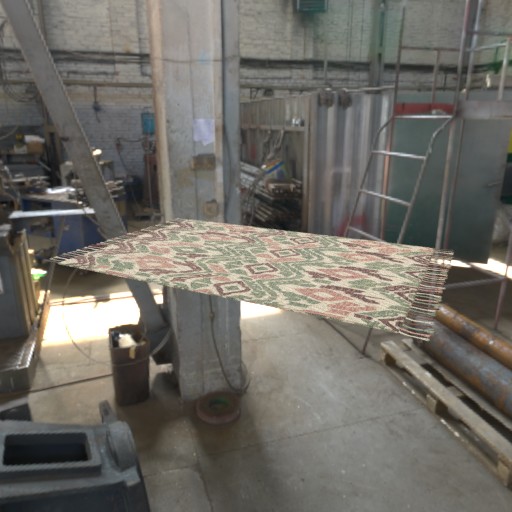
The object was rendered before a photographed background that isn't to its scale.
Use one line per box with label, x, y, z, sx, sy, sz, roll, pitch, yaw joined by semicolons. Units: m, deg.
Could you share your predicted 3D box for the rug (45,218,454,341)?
rug;0.000;0.000;3.047;2.438;0.011;1.524;9;19;26
